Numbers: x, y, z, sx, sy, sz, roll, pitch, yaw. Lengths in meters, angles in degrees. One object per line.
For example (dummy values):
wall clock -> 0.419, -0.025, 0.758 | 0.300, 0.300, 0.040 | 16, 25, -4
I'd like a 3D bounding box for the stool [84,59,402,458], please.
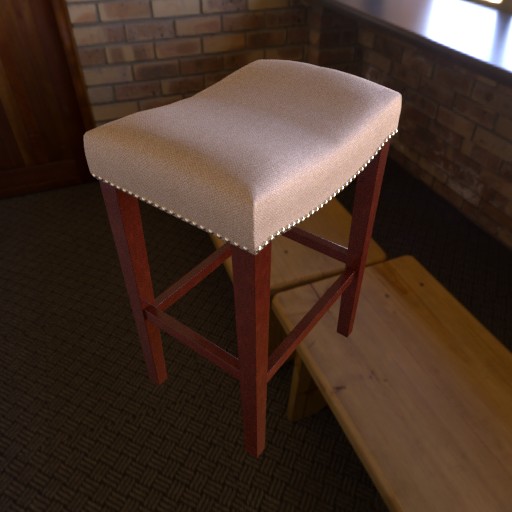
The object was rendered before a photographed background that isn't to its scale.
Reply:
stool -> 0.000, 0.000, 1.028 | 0.372, 0.742, 0.504 | 26, 47, 27
